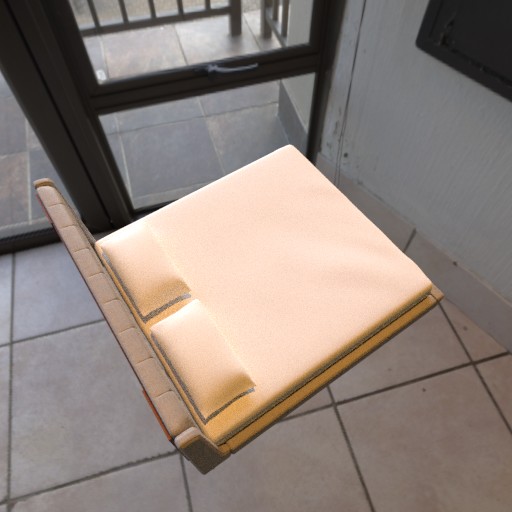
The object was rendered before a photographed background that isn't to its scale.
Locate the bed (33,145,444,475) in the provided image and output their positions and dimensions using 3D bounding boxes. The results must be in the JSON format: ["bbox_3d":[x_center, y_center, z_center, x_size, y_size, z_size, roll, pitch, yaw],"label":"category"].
[{"bbox_3d":[0.000,0.000,3.454,2.342,1.289,2.062,-30,63,-17],"label":"bed"}]
